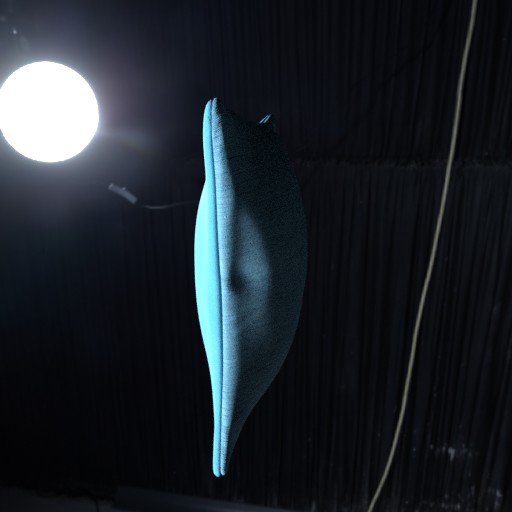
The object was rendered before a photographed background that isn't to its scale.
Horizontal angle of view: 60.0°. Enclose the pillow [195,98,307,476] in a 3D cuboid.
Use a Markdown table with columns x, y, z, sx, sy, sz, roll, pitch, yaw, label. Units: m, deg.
| x | y | z | sx | sy | sz | roll | pitch | yaw | label |
| --- | --- | --- | --- | --- | --- | --- | --- | --- | --- |
| 0.000 | 0.000 | 0.657 | 0.151 | 0.415 | 0.433 | 2 | 16 | 9 | pillow |
